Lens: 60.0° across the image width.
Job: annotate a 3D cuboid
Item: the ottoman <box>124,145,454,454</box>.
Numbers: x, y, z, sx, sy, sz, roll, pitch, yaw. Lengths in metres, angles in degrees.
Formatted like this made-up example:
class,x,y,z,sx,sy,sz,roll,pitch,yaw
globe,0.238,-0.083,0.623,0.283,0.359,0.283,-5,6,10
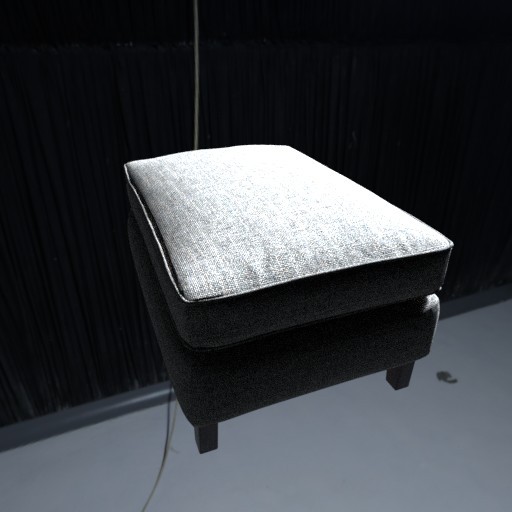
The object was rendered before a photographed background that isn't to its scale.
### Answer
class,x,y,z,sx,sy,sz,roll,pitch,yaw
ottoman,0.000,0.000,0.994,0.508,0.406,0.686,-11,30,-19
